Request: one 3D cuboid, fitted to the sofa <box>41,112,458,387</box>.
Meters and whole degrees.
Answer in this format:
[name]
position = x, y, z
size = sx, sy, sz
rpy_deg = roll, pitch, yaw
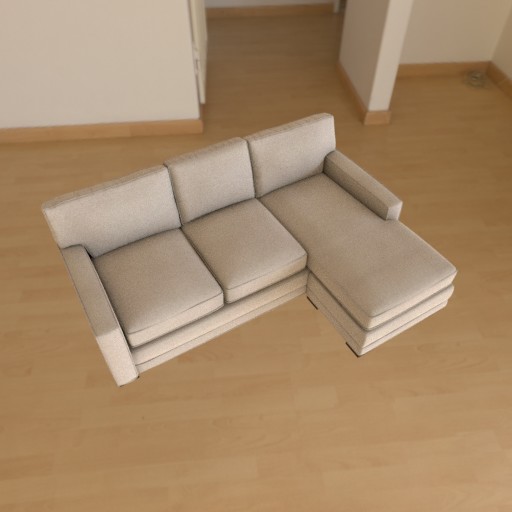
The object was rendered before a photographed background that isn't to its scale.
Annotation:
[sofa]
position = 0.000, 0.000, 2.767
size = 2.087, 0.861, 1.496
rpy_deg = -23, 51, -21
